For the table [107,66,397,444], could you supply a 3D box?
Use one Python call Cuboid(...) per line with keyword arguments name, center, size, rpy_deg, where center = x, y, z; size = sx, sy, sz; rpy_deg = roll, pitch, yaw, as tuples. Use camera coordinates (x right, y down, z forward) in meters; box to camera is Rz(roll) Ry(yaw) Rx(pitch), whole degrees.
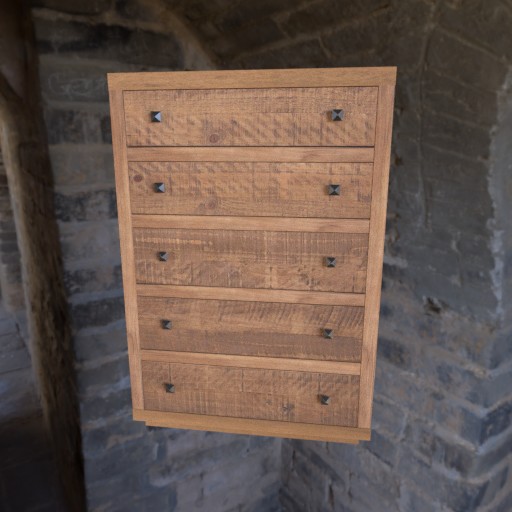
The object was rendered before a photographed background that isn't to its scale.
Cuboid(name="table", center=(0.000, 0.000, 1.744), size=(0.901, 1.294, 0.524), rpy_deg=(2, 14, 8))
